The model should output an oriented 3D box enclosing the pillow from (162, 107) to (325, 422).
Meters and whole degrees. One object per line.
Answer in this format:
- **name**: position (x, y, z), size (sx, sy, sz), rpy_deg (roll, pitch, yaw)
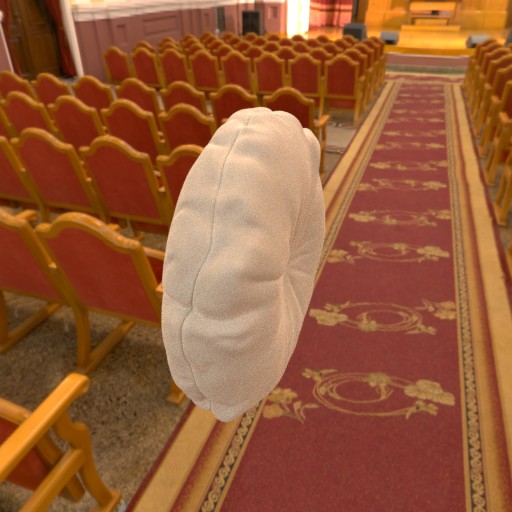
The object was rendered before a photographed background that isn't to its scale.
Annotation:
- **pillow**: position (0.000, 0.000, 0.644), size (0.148, 0.407, 0.428), rpy_deg (11, 33, 17)
